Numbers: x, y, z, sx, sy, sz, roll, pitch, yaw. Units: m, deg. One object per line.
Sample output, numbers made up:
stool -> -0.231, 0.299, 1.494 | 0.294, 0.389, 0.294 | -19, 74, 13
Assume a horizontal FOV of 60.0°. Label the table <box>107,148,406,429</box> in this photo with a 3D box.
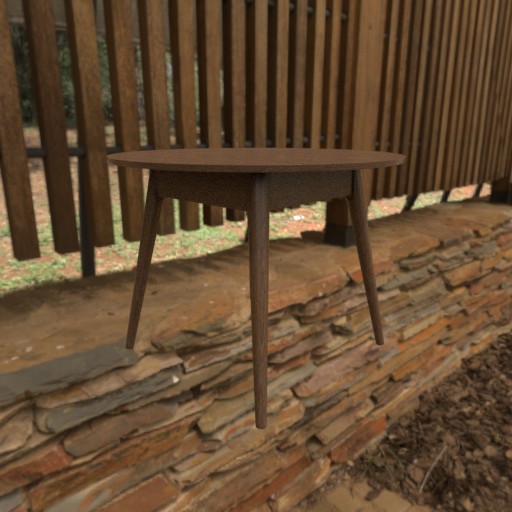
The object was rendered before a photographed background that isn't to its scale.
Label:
table -> 0.000, 0.000, 1.748 | 1.053, 0.786, 1.053 | 0, 16, 0
